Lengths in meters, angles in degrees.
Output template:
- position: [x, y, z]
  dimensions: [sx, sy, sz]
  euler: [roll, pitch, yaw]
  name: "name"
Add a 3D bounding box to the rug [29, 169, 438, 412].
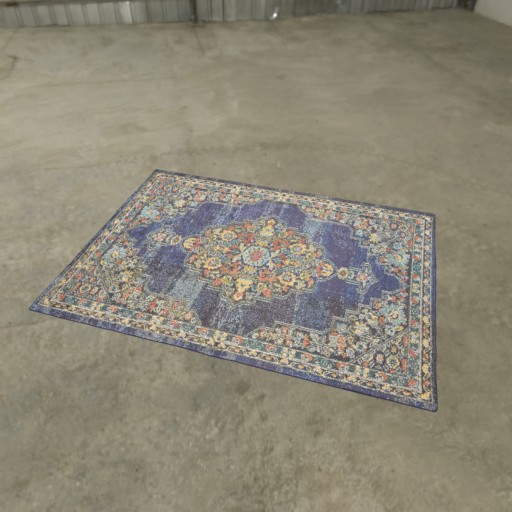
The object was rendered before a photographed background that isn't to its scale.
- position: [0.000, 0.000, 2.864]
  dimensions: [2.232, 0.009, 1.630]
  euler: [11, 42, 12]
  name: "rug"
